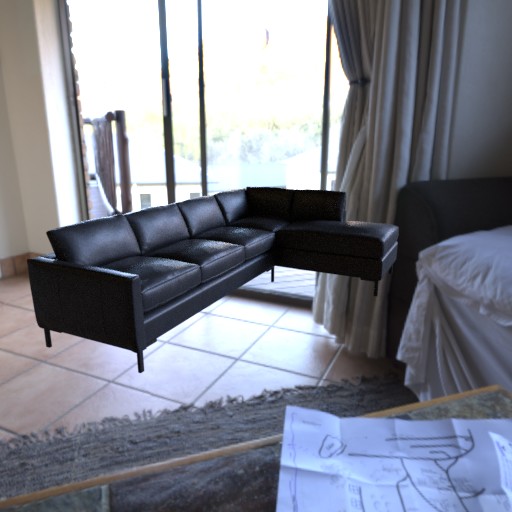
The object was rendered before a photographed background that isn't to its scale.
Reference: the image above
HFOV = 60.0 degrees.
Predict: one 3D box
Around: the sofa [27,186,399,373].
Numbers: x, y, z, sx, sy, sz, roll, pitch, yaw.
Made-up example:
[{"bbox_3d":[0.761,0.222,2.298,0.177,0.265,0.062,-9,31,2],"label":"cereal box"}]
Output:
[{"bbox_3d":[0.000,0.000,3.851,1.938,0.877,2.984,7,17,25],"label":"sofa"}]
